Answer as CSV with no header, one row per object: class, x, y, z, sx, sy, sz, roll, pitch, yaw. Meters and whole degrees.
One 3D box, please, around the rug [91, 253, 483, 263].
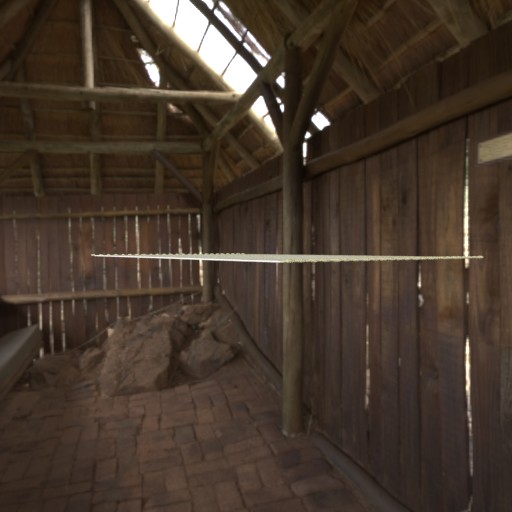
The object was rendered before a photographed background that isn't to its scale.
rug,0.000,0.000,2.358,1.162,0.013,1.875,-1,1,-37
